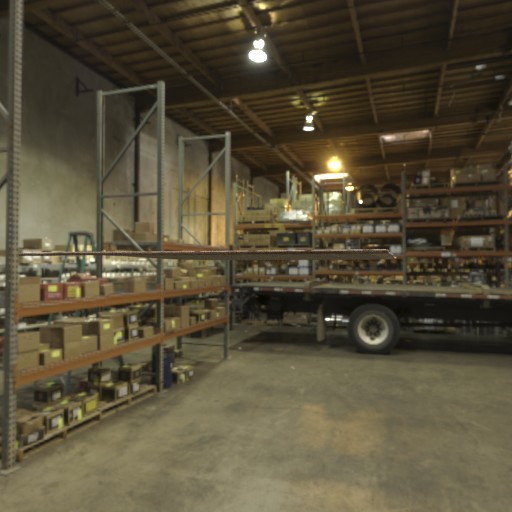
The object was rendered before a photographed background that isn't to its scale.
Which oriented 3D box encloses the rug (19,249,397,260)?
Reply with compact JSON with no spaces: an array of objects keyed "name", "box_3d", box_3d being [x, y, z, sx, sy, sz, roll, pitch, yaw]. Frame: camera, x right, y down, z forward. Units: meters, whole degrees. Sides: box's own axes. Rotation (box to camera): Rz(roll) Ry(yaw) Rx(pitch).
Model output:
[{"name":"rug","box_3d":[0.000,0.000,4.101,2.453,0.043,3.052,0,-1,18]}]
